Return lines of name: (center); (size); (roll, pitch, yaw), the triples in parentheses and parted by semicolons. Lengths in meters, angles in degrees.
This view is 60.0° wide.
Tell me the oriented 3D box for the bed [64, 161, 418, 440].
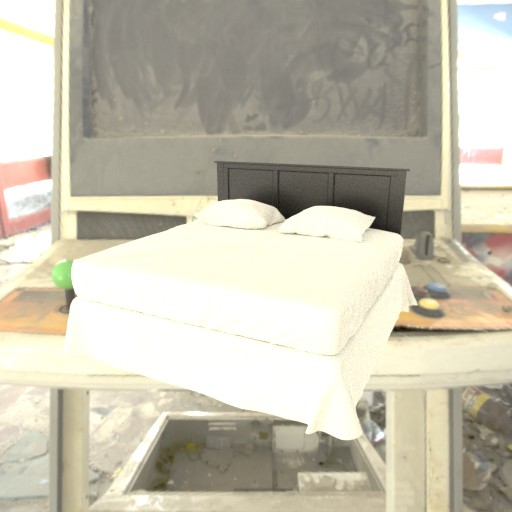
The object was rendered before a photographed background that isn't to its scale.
bed: (0.000, 0.000, 3.554); (2.315, 1.271, 2.219); (8, 18, 26)
